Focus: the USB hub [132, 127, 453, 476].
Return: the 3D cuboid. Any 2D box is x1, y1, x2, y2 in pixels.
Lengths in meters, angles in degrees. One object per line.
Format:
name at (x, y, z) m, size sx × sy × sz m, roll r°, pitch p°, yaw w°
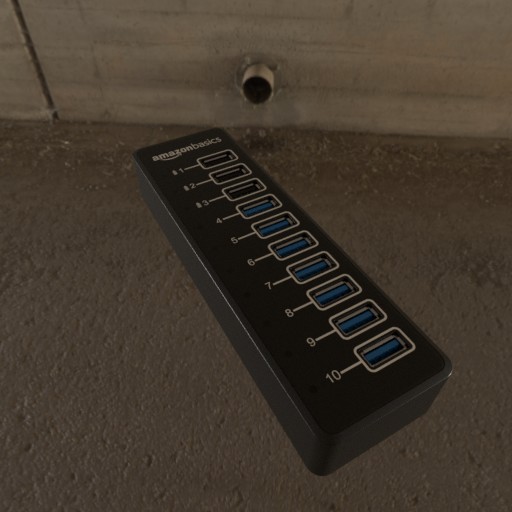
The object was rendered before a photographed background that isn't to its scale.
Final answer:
USB hub at (0.000, 0.000, 0.162) m, size 0.044 × 0.023 × 0.145 m, roll -22°, pitch 50°, yaw -20°
